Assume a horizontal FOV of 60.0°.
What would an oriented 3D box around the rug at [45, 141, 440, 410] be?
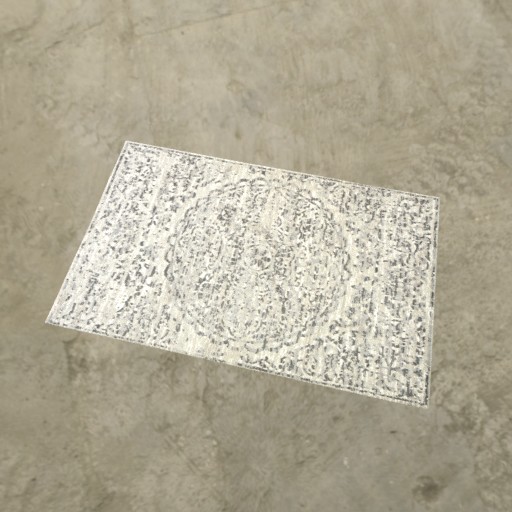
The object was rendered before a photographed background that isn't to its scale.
[{"bbox_3d":[0.000,0.000,3.066,2.447,0.021,1.527,11,65,5],"label":"rug"}]
